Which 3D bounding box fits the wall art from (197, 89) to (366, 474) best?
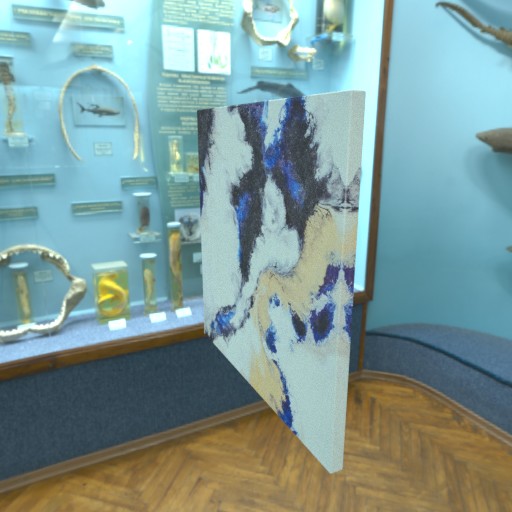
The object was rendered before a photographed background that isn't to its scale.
[{"bbox_3d":[0.000,0.000,1.354,0.038,0.885,0.887,-8,17,-26],"label":"wall art"}]
